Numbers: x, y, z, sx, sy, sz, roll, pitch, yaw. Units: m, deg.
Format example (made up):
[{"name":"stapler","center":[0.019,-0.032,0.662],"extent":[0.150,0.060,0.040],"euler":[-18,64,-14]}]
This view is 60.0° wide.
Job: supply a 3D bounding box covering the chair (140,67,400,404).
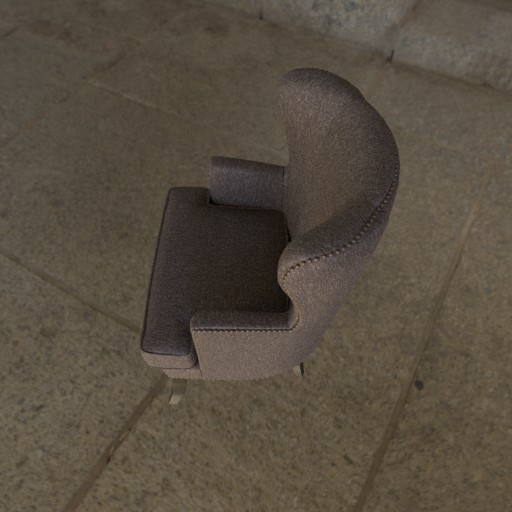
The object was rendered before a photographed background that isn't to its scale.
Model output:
[{"name":"chair","center":[0.000,0.000,1.598],"extent":[0.758,1.060,0.759],"euler":[1,55,1]}]
